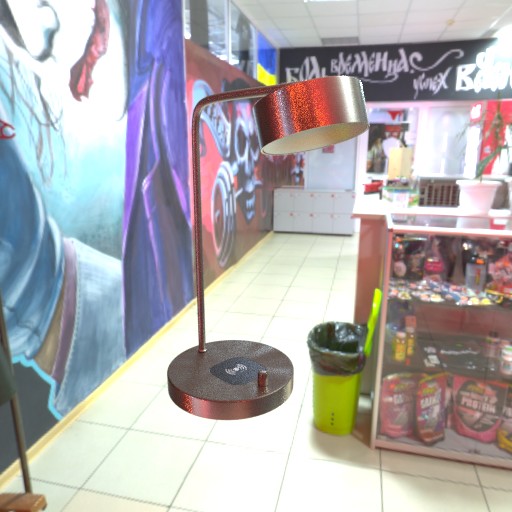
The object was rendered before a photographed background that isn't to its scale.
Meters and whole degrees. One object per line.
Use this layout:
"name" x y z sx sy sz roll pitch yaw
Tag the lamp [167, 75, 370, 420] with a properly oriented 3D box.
"lamp" 0.000 0.000 0.653 0.211 0.469 0.334 -13 19 -42
